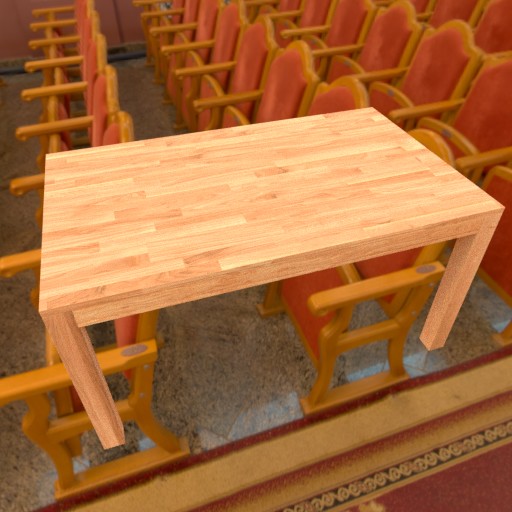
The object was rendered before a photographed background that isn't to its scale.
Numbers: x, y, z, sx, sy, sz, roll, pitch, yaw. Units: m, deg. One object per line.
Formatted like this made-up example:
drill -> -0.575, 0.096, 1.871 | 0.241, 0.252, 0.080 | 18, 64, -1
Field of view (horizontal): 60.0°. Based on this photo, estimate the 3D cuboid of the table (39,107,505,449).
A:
table -> 0.000, 0.000, 1.913 | 1.500, 0.770, 0.900 | -12, 42, -14
